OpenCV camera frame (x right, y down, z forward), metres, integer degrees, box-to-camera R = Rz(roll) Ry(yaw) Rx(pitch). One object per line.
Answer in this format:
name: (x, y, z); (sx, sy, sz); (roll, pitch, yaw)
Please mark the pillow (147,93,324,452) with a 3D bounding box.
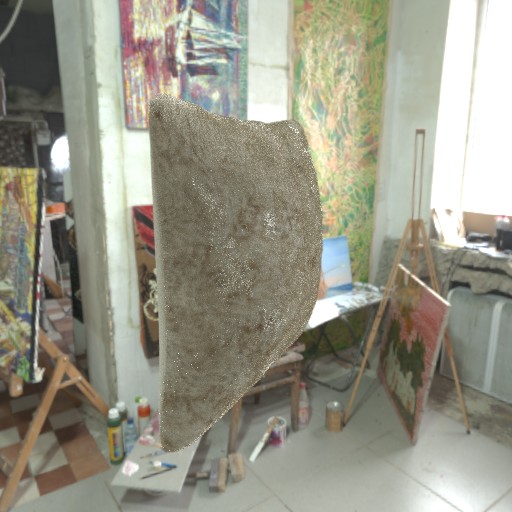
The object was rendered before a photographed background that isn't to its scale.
pillow: (0.000, 0.000, 0.825); (0.216, 0.525, 0.538); (6, 15, 25)
